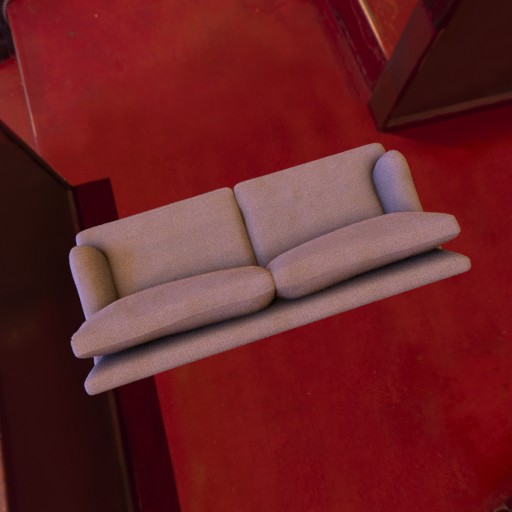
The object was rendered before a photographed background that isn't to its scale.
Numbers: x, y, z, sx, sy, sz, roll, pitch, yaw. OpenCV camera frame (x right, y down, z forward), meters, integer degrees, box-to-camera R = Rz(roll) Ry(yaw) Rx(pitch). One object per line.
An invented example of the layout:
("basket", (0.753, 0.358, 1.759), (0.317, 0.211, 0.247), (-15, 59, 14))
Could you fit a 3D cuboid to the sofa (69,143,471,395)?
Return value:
("sofa", (0.000, 0.000, 2.844), (2.193, 1.096, 1.069), (-18, 76, -4))
